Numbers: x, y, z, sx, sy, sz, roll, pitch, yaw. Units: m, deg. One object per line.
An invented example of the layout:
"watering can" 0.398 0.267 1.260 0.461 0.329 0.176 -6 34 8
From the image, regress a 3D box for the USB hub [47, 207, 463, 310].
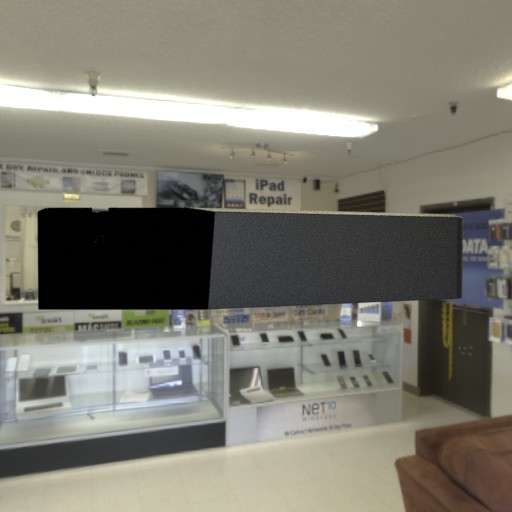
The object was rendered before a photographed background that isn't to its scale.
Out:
"USB hub" 0.000 0.000 0.126 0.110 0.023 0.044 0 1 -17
